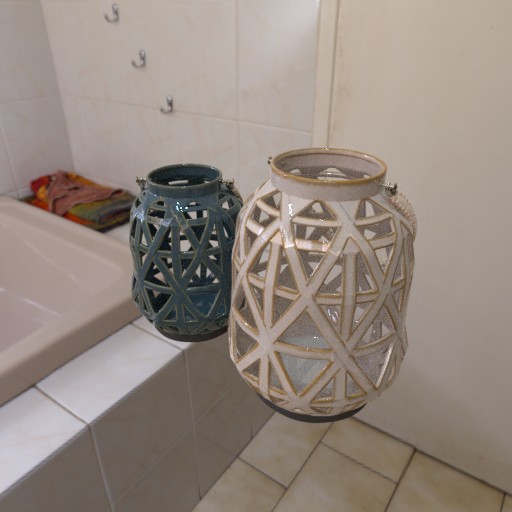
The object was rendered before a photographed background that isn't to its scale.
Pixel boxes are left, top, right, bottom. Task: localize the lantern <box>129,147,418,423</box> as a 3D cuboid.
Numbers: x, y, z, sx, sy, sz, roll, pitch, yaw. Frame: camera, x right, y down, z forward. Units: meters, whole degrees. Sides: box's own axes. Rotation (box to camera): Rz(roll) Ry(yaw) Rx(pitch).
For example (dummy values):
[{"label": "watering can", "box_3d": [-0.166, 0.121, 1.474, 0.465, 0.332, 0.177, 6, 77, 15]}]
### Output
[{"label": "lantern", "box_3d": [0.000, 0.000, 0.616, 0.439, 0.307, 0.245, 20, 34, 32]}]
